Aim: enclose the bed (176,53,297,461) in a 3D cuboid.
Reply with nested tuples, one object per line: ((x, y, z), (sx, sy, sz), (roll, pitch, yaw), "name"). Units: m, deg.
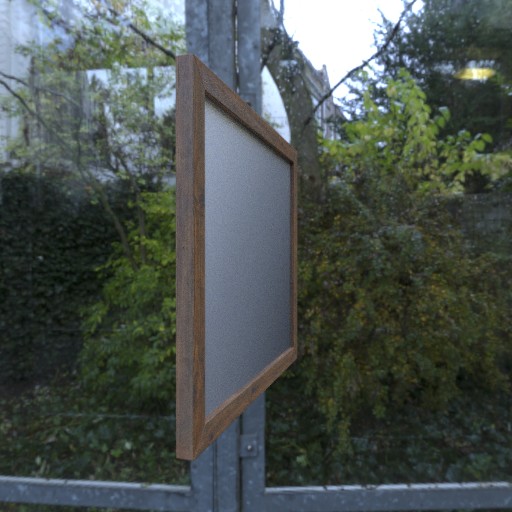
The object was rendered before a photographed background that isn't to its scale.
((0.000, 0.000, 1.524), (0.046, 0.942, 1.046), (0, 1, 18), "bed")
